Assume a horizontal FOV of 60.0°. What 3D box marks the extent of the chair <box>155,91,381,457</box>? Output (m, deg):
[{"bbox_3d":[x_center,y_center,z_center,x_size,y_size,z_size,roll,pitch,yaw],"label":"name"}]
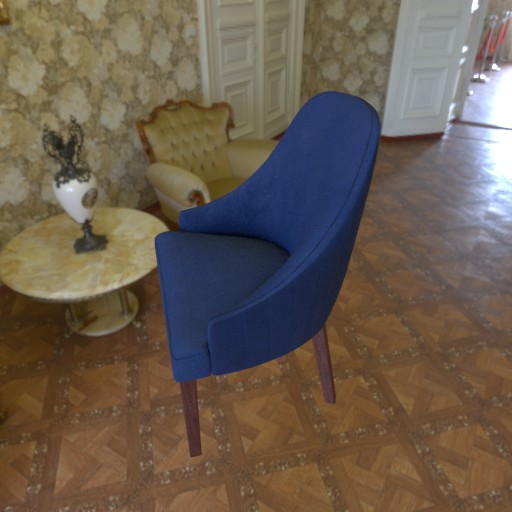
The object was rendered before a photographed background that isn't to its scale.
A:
[{"bbox_3d":[0.000,0.000,1.321,0.575,0.889,0.643,-8,32,-13],"label":"chair"}]
